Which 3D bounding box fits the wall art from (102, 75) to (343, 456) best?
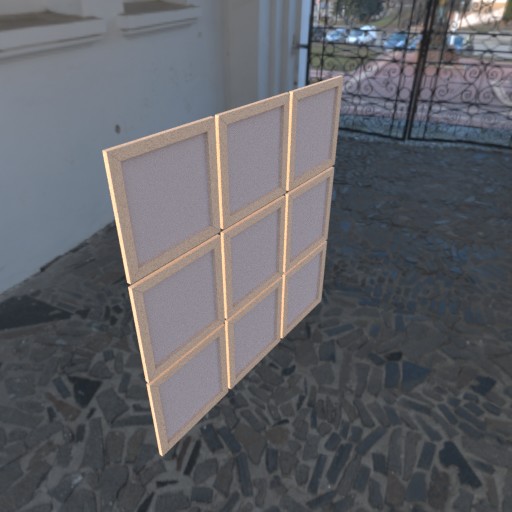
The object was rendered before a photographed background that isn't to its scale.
[{"bbox_3d":[0.000,0.000,1.801,0.016,1.207,1.217,22,38,31],"label":"wall art"}]
